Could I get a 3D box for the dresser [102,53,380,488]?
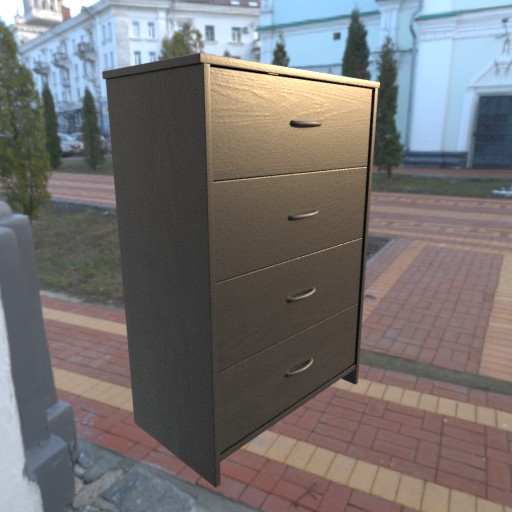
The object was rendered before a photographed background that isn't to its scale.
[{"bbox_3d":[0.000,0.000,1.354,0.398,1.020,0.700,14,21,42],"label":"dresser"}]
